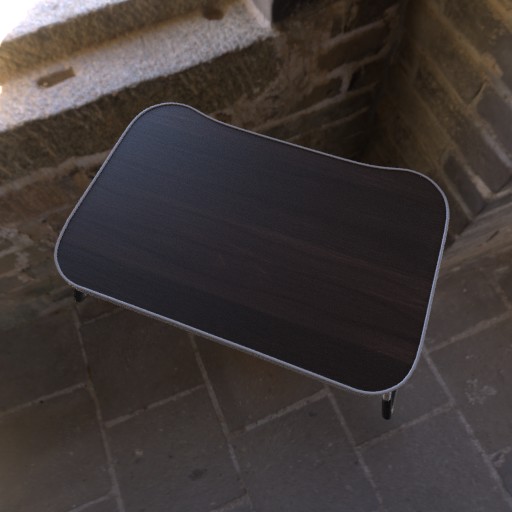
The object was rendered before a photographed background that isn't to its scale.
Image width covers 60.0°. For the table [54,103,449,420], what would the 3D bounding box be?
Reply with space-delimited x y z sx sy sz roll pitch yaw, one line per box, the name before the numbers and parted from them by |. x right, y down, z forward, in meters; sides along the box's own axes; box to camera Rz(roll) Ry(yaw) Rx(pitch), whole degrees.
table | 0.000 0.000 0.835 0.660 0.232 0.400 19 66 9
